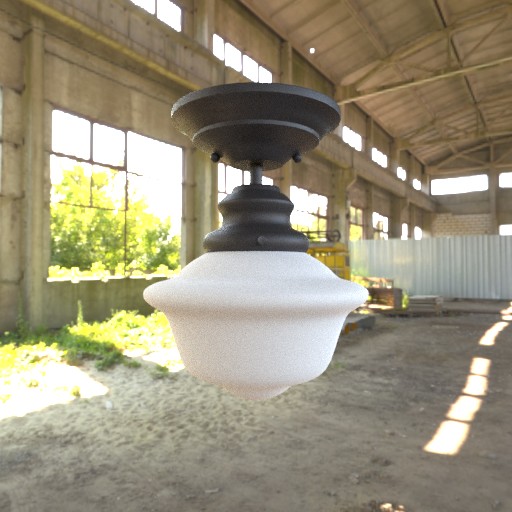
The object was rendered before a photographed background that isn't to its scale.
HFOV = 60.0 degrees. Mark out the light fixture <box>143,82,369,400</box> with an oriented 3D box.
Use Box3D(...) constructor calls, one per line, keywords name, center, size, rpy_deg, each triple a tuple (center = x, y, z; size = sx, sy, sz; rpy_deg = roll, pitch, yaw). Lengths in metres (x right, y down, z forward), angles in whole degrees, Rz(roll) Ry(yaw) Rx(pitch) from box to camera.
Box3D(name="light fixture", center=(0.000, 0.000, 0.400), size=(0.197, 0.254, 0.197), rpy_deg=(0, -2, 0))
